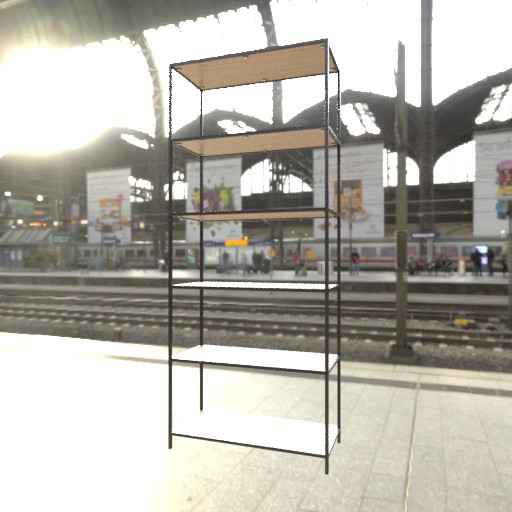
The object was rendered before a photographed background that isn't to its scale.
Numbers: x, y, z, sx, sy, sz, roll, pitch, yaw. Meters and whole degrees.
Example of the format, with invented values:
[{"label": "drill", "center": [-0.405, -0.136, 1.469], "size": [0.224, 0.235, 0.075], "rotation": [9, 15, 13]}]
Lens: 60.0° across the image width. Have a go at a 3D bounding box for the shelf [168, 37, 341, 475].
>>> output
[{"label": "shelf", "center": [0.000, 0.000, 2.166], "size": [0.770, 1.850, 0.350], "rotation": [0, 0, 19]}]
